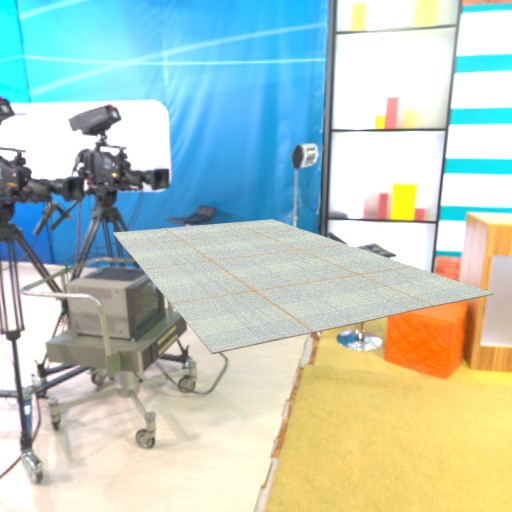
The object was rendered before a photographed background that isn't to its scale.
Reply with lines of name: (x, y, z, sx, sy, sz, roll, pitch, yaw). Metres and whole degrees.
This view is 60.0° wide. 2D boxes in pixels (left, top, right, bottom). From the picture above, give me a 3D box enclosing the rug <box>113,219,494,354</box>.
rug: (0.000, 0.000, 3.009, 1.527, 0.016, 2.442, -7, 16, -25)
